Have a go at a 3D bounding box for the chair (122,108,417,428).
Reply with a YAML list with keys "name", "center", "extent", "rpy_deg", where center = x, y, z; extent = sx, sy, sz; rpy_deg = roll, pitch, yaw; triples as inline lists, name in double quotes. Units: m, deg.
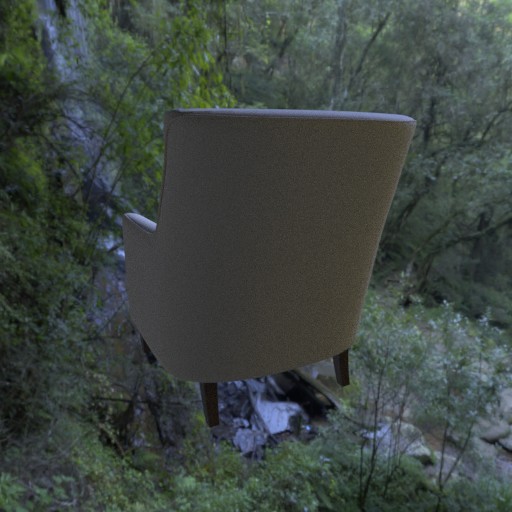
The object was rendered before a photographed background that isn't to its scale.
- name: "chair"
  center: [0.000, 0.000, 1.529]
  extent: [0.756, 0.916, 0.879]
  rpy_deg: [-7, 17, -26]
